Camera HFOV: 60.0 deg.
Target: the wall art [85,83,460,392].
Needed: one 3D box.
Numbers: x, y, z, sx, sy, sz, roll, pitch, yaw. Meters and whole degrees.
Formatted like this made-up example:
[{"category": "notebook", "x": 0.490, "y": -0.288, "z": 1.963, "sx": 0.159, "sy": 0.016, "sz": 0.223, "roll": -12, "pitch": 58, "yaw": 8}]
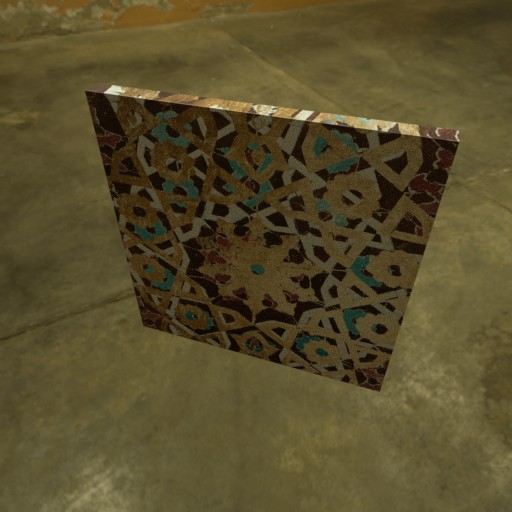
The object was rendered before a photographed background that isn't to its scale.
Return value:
[{"category": "wall art", "x": 0.000, "y": 0.000, "z": 0.900, "sx": 0.609, "sy": 0.613, "sz": 0.041, "roll": 12, "pitch": 42, "yaw": 14}]
